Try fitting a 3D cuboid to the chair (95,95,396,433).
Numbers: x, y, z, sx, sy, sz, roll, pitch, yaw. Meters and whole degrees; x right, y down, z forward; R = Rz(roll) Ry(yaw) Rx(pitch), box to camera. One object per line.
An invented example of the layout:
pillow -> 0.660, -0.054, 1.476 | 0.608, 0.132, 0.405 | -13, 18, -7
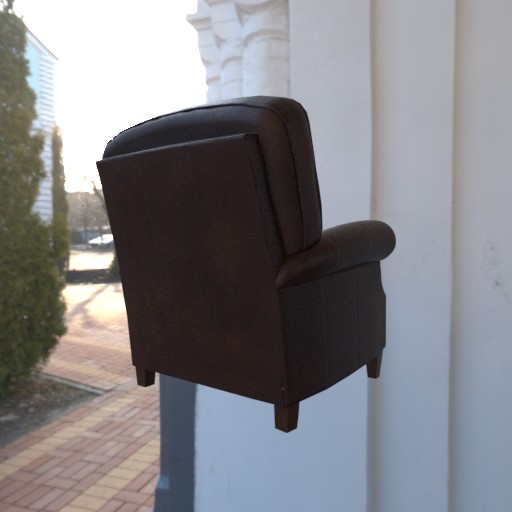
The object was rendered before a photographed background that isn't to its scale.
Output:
chair -> 0.000, 0.000, 1.754 | 0.936, 1.018, 0.986 | 2, 3, 37
